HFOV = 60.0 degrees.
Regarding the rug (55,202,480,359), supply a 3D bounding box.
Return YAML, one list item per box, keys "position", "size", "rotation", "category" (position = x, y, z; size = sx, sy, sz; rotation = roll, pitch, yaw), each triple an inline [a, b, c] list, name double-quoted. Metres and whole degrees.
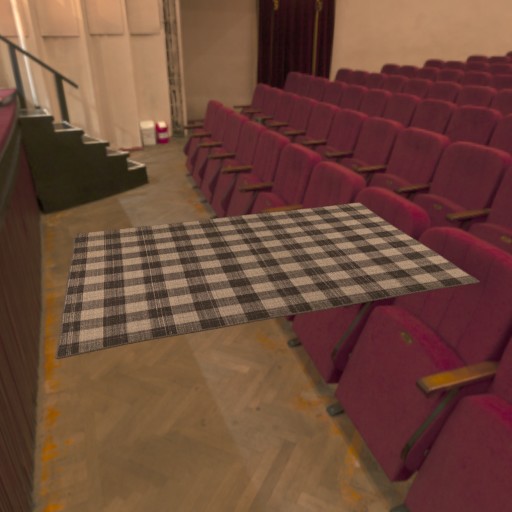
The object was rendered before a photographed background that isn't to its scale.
- position: [0.000, 0.000, 3.097]
  size: [2.476, 0.011, 1.554]
  rotation: [-8, 27, -15]
  category: "rug"
